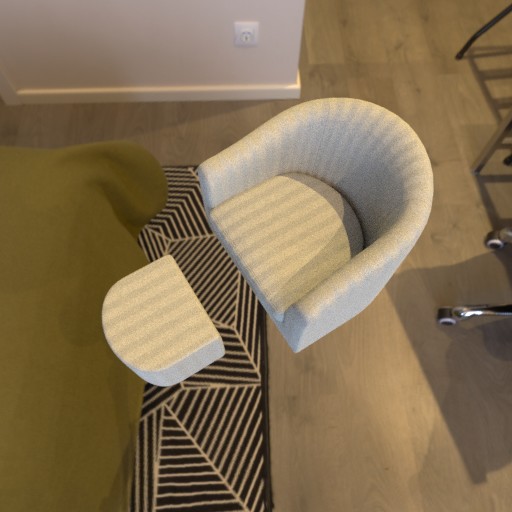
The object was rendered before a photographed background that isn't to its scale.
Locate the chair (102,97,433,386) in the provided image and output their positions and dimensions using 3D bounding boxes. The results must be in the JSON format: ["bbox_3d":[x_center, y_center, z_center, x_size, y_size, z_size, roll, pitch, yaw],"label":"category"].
[{"bbox_3d":[0.000,0.000,1.757,1.288,0.757,0.756,-29,67,-14],"label":"chair"}]
